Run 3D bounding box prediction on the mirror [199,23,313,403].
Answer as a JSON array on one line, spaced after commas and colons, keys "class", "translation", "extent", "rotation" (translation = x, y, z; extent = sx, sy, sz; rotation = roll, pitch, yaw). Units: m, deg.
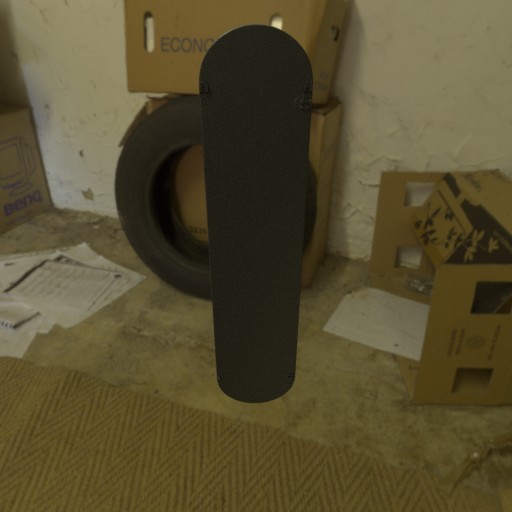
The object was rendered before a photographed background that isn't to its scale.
[{"class": "mirror", "translation": [0.000, 0.000, 1.067], "extent": [0.222, 0.991, 0.032], "rotation": [-1, 30, -2]}]
